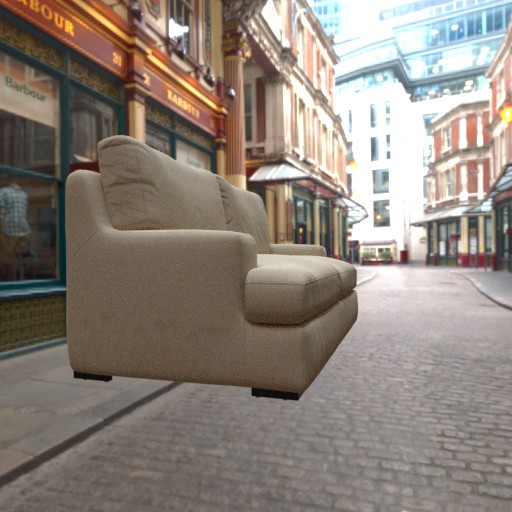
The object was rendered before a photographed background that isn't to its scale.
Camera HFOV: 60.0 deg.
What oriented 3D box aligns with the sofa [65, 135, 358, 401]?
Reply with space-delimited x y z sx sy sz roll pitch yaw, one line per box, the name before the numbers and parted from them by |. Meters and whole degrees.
sofa | 0.000 0.000 2.439 0.962 0.967 1.885 0 0 18
